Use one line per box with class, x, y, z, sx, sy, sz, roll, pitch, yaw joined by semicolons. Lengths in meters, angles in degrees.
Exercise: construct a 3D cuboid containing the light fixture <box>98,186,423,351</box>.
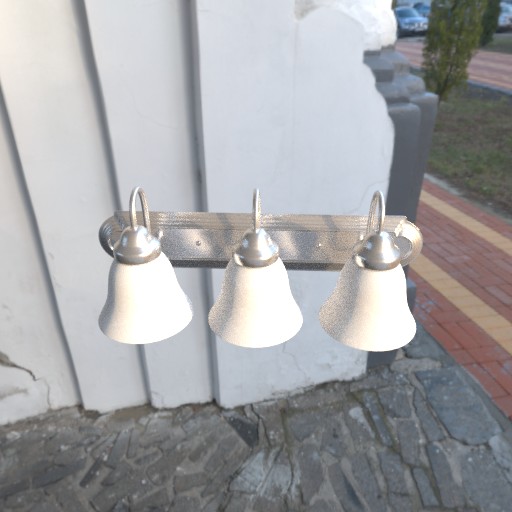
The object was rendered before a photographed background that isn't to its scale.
light fixture;0.000;0.000;0.736;0.610;0.222;0.199;1;30;2
